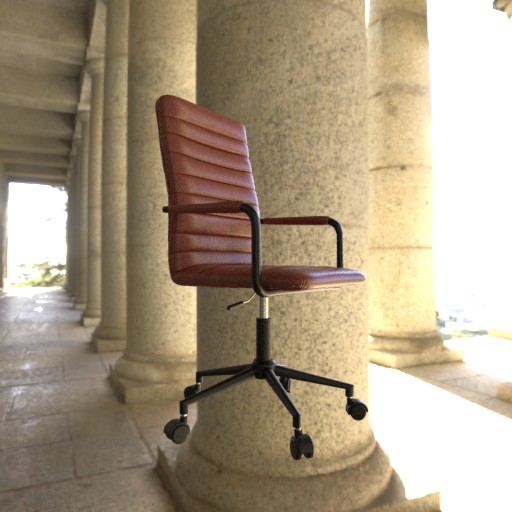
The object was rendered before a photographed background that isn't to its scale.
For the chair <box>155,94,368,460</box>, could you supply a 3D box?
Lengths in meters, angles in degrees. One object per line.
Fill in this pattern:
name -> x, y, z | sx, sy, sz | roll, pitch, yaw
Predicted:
chair -> 0.000, 0.000, 1.354 | 0.580, 0.979, 0.608 | -1, -1, 36
